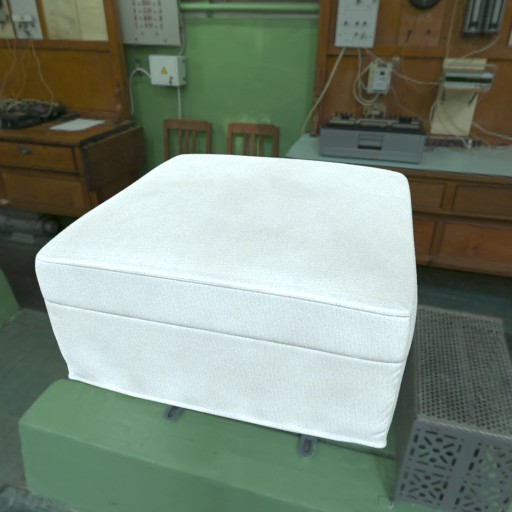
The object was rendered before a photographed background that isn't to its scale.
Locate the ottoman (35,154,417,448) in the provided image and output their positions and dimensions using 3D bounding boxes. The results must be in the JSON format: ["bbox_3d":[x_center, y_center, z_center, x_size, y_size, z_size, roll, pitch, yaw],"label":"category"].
[{"bbox_3d":[0.000,0.000,1.309,0.843,0.441,0.842,8,30,13],"label":"ottoman"}]
